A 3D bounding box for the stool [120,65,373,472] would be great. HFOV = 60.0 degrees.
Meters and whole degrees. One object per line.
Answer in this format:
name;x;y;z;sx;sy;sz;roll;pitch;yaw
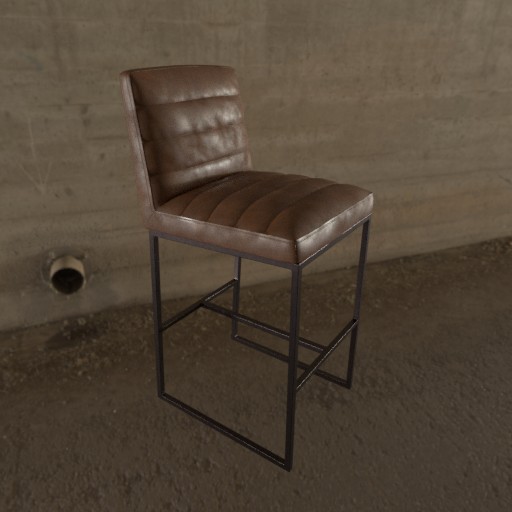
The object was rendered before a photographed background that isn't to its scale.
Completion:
stool;0.000;0.000;1.354;0.562;1.065;0.463;16;29;31
